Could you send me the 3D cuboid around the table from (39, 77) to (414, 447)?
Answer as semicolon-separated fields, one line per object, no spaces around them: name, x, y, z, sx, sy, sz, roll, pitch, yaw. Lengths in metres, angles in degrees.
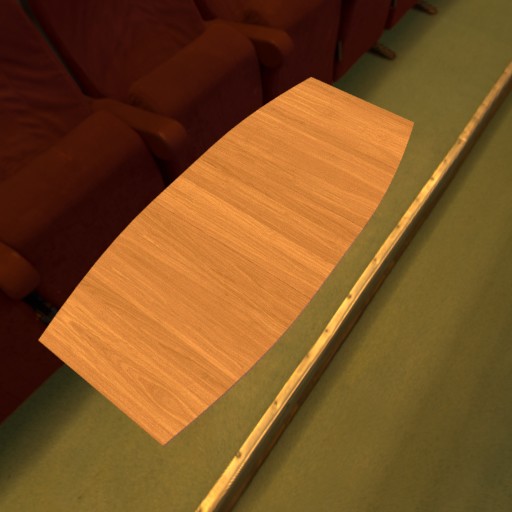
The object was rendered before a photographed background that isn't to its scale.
table;0.000;0.000;2.413;0.900;0.750;2.032;32;63;18
